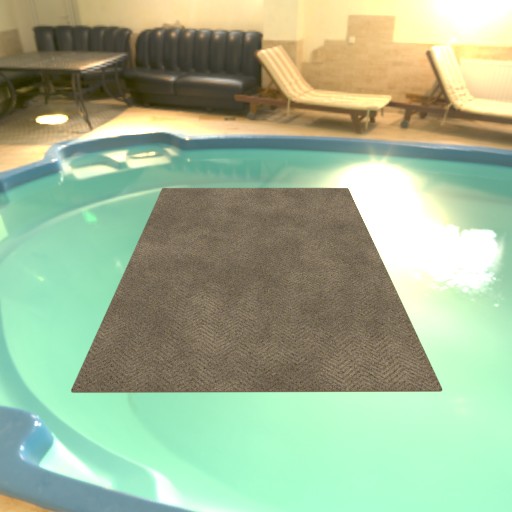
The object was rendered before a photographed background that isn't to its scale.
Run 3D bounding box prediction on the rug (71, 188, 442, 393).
[{"bbox_3d":[0.000,0.000,2.856,1.600,0.008,2.235,0,31,0],"label":"rug"}]
